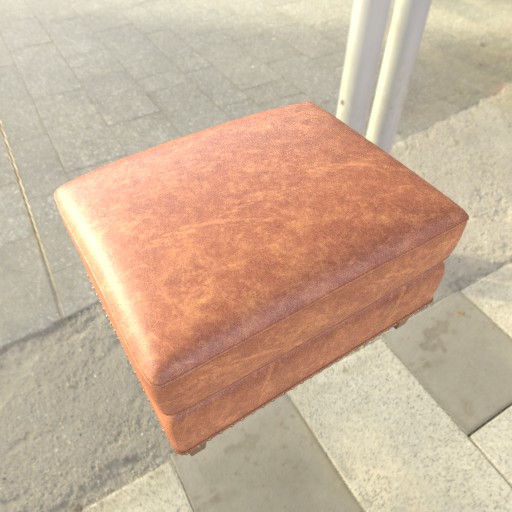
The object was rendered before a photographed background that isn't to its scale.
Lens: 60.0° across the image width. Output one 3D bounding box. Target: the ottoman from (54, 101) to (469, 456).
[{"bbox_3d":[0.000,0.000,1.093,0.742,0.486,0.586,-25,53,-21],"label":"ottoman"}]
